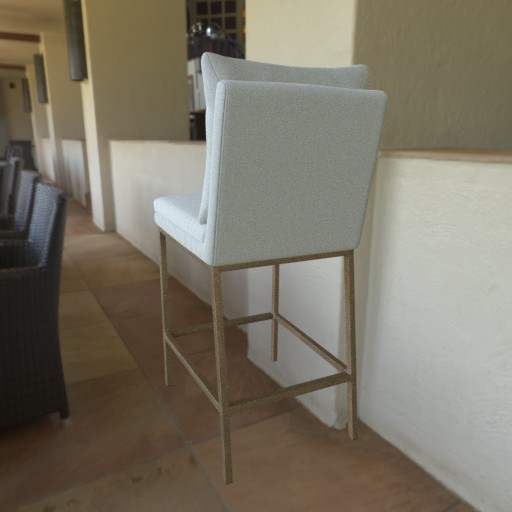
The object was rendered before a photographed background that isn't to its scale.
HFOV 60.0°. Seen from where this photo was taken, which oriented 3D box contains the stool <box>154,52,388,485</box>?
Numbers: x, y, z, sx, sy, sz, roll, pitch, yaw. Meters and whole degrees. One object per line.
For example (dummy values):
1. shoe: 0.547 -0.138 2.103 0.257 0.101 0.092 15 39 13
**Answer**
1. stool: 0.000 0.000 1.313 0.463 1.032 0.572 -7 17 -25
